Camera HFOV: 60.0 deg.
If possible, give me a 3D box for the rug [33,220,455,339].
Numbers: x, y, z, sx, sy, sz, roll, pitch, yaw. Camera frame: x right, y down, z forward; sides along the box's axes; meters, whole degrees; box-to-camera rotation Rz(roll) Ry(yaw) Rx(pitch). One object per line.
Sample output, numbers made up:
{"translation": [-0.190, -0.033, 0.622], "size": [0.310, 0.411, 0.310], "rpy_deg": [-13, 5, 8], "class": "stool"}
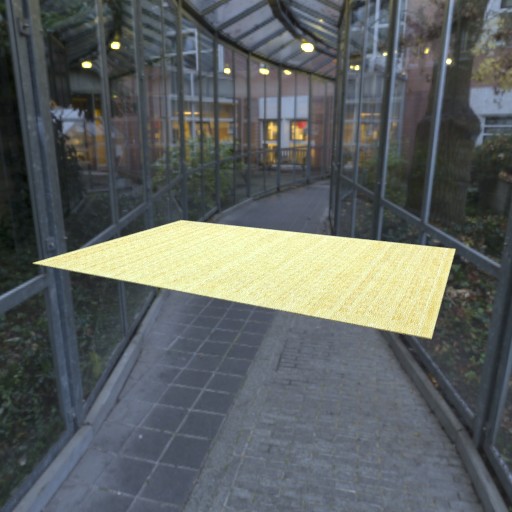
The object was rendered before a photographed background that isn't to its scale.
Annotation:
{"translation": [0.000, 0.000, 2.868], "size": [2.286, 0.006, 1.524], "rpy_deg": [8, 17, 26], "class": "rug"}
